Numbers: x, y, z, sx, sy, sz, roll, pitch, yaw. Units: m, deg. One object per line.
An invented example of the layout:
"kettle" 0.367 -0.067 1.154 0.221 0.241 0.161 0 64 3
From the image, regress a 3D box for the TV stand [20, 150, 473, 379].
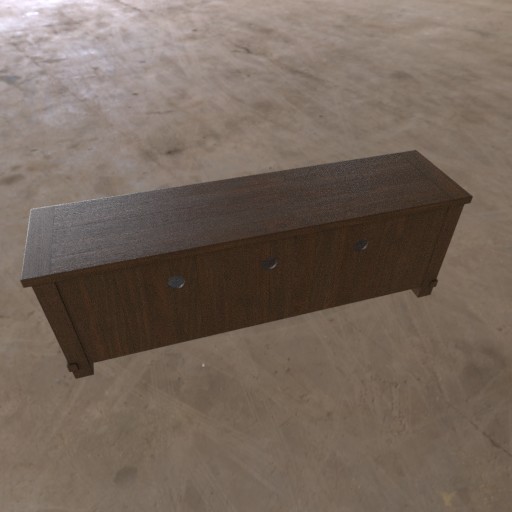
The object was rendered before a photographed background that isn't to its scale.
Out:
"TV stand" 0.000 0.000 2.121 1.866 0.615 0.471 -11 42 -13
